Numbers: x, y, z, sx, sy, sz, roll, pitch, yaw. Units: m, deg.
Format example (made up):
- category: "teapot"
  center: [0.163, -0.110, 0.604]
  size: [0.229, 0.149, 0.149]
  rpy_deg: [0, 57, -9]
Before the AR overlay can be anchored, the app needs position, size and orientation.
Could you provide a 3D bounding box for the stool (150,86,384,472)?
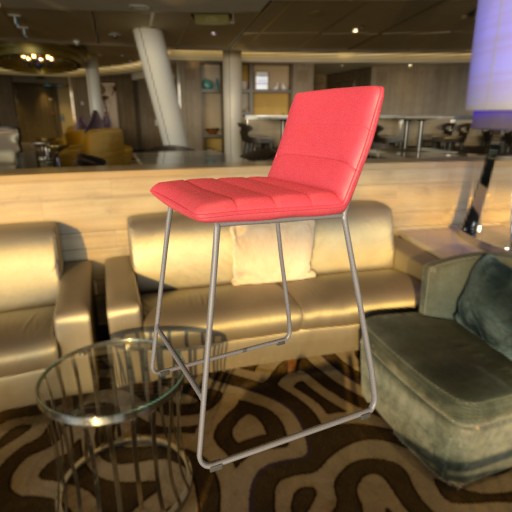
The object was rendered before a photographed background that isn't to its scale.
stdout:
- category: "stool"
  center: [0.000, 0.000, 1.205]
  size: [0.524, 0.866, 0.489]
  rpy_deg: [-9, 19, -26]
